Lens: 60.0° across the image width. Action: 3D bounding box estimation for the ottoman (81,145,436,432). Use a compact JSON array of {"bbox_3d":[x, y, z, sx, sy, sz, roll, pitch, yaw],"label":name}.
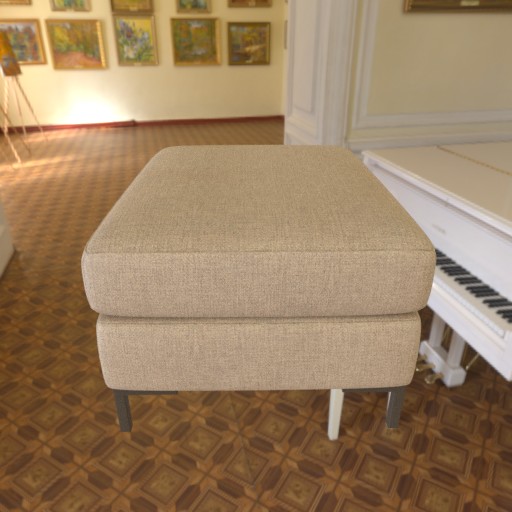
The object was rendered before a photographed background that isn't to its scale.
[{"bbox_3d":[0.000,0.000,1.222,0.671,0.490,0.820,0,26,-1],"label":"ottoman"}]
